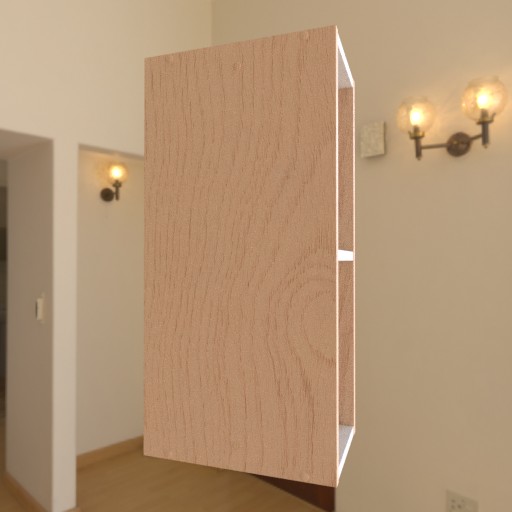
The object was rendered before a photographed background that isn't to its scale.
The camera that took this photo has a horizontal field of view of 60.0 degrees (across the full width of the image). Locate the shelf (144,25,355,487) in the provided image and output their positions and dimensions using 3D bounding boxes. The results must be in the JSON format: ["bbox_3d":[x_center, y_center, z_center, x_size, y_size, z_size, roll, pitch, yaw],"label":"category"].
[{"bbox_3d":[0.000,0.000,0.715,0.290,0.600,0.200,0,-1,19],"label":"shelf"}]
